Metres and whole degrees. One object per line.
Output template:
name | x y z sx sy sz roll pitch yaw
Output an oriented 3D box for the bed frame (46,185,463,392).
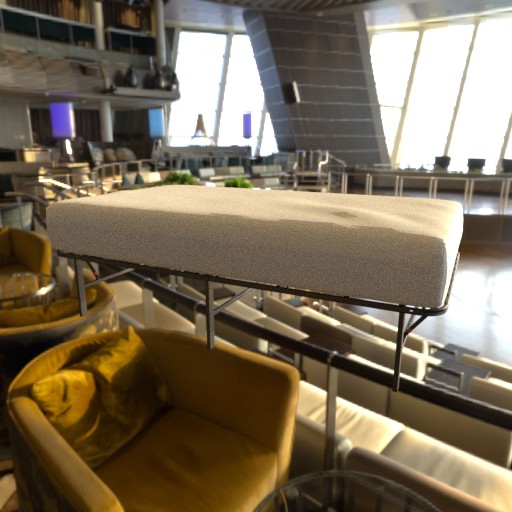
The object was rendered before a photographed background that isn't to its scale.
bed frame | 0.000 0.000 2.318 1.908 0.640 1.025 7 16 26
